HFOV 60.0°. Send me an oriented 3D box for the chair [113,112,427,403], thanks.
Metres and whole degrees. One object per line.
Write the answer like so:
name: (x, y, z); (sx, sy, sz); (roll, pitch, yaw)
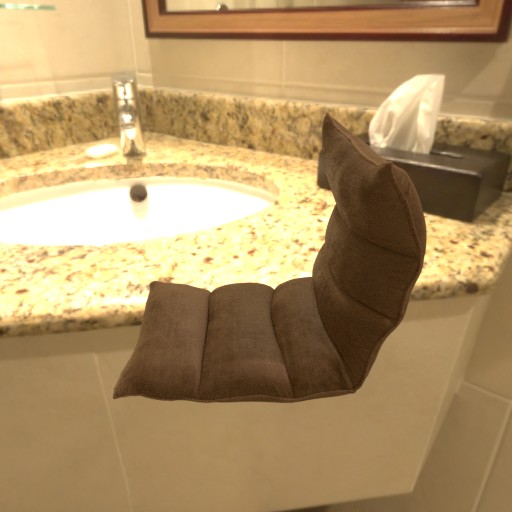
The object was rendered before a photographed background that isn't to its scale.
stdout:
chair: (0.000, 0.000, 1.616); (0.985, 0.892, 0.714); (0, 27, -1)
